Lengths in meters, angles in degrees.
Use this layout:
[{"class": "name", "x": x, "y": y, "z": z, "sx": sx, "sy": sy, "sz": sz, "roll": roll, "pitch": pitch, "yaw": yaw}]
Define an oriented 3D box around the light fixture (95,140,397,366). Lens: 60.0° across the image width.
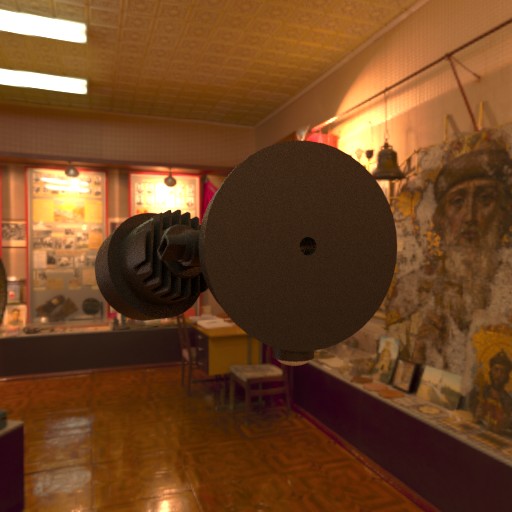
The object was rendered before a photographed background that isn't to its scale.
[{"class": "light fixture", "x": 0.000, "y": 0.000, "z": 0.307, "sx": 0.213, "sy": 0.120, "sz": 0.168, "roll": 0, "pitch": 0, "yaw": -19}]
